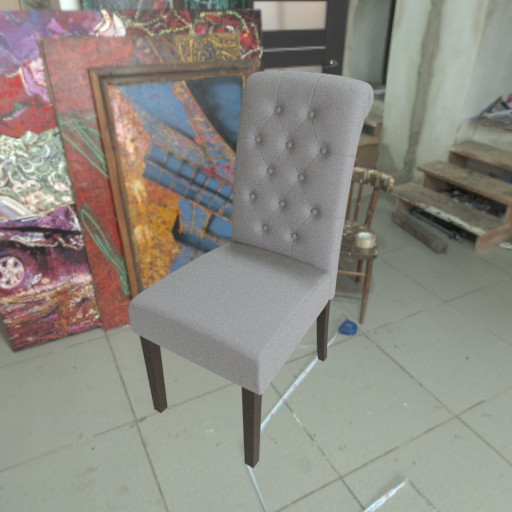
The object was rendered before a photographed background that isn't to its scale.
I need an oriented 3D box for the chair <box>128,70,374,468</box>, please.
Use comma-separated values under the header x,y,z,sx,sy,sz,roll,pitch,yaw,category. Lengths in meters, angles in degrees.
x,y,z,sx,sy,sz,roll,pitch,yaw,category
0.000,0.000,1.379,0.456,1.006,0.671,18,34,28,chair
